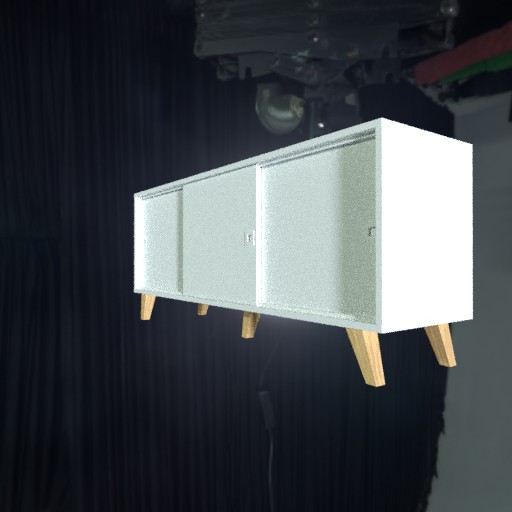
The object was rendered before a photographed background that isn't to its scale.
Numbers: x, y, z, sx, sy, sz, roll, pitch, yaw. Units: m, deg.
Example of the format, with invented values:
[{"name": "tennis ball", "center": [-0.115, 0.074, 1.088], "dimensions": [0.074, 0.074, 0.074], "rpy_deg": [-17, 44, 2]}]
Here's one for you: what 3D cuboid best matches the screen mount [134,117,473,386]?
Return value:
[{"name": "screen mount", "center": [0.000, 0.000, 1.716], "dimensions": [0.400, 0.619, 1.490], "rpy_deg": [0, 0, -37]}]
